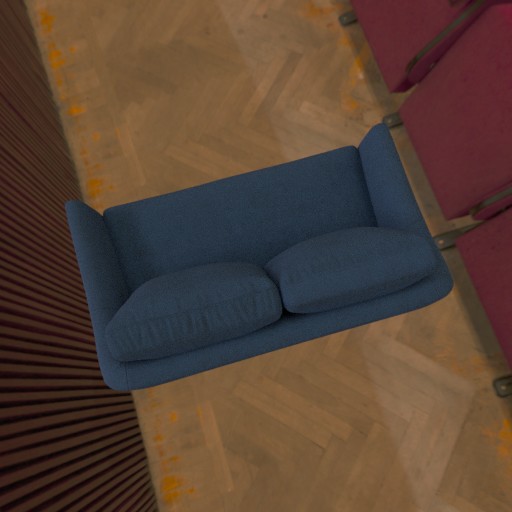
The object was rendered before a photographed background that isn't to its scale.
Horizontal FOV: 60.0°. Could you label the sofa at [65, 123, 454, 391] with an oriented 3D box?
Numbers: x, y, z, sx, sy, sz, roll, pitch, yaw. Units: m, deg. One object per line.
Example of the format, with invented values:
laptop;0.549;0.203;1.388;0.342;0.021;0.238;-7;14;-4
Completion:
sofa;0.000;0.000;2.161;1.619;0.902;0.960;-15;74;-4
